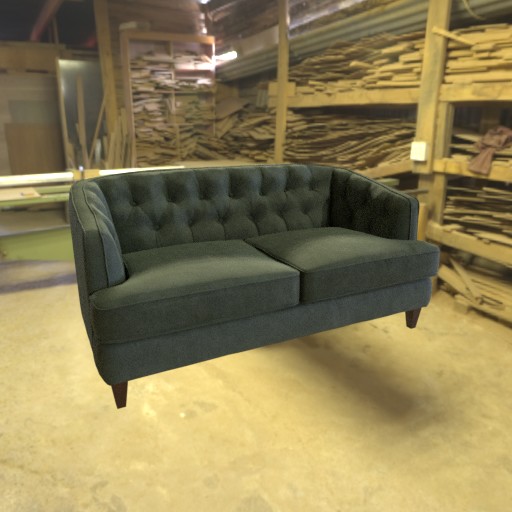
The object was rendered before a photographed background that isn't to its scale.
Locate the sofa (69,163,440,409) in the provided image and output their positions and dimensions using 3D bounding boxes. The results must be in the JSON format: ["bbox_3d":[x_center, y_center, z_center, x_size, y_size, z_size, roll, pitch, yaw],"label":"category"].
[{"bbox_3d":[0.000,0.000,2.307,1.733,0.855,0.941,-8,19,-26],"label":"sofa"}]
